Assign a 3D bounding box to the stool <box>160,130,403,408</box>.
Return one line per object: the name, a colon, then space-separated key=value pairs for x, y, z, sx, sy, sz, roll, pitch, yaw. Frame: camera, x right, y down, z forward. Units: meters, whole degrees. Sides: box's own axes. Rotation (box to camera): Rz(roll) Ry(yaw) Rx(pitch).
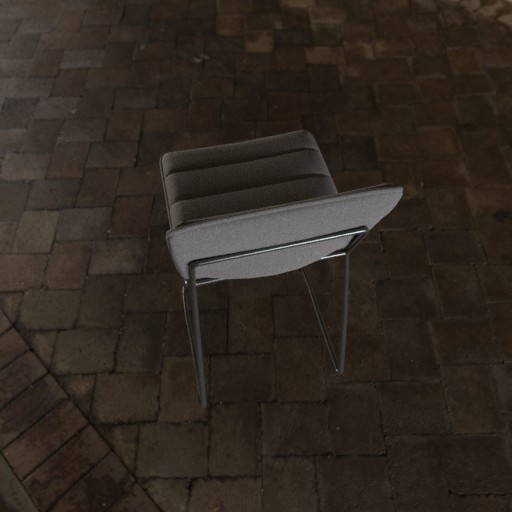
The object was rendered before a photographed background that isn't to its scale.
stool: x=0.000 y=0.000 z=1.200 sx=0.490 sy=0.960 sz=0.490 roll=-11 pitch=58 yaw=-7
